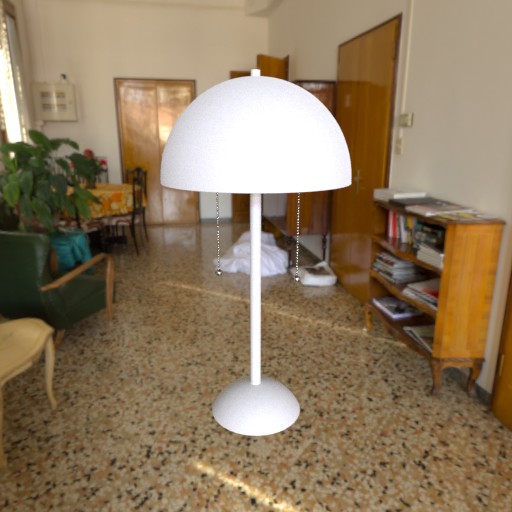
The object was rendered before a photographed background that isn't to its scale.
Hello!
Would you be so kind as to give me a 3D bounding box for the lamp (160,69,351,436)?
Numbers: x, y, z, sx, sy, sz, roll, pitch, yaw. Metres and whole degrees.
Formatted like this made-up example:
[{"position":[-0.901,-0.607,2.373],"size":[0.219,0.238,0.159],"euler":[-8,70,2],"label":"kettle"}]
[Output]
[{"position":[0.000,0.000,0.423],"size":[0.171,0.330,0.171],"euler":[0,15,0],"label":"lamp"}]
